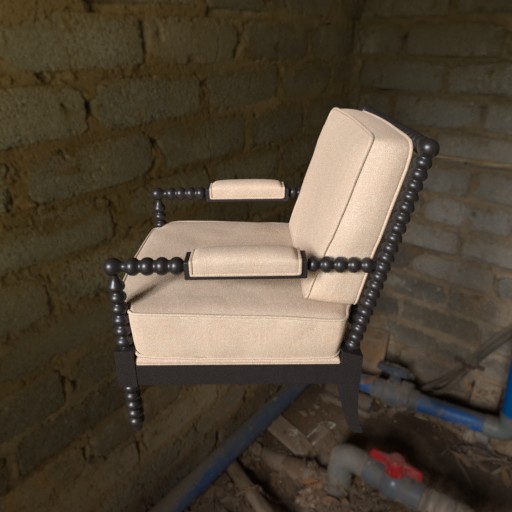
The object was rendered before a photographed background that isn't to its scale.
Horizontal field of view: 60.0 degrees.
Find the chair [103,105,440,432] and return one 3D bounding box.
[{"bbox_3d":[0.000,0.000,1.159,0.657,0.703,0.555,0,26,-1],"label":"chair"}]
